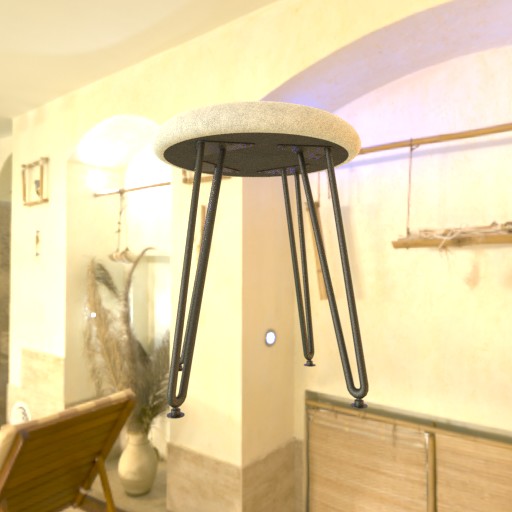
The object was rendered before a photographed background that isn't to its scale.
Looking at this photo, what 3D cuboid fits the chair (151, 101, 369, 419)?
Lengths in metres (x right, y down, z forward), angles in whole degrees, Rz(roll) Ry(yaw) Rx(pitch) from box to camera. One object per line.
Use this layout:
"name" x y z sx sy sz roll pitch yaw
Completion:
"chair" 0.000 0.000 0.665 0.350 0.386 0.350 -1 -1 36
